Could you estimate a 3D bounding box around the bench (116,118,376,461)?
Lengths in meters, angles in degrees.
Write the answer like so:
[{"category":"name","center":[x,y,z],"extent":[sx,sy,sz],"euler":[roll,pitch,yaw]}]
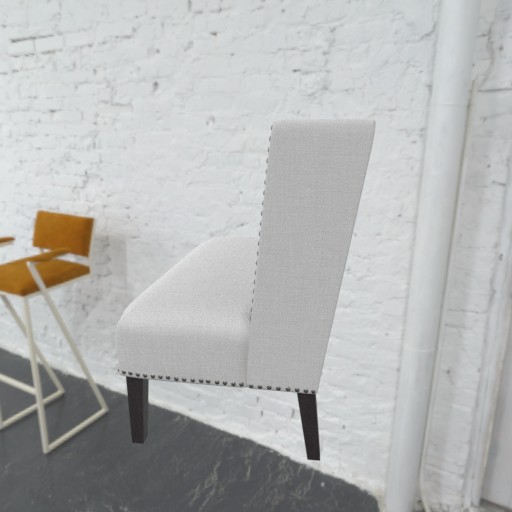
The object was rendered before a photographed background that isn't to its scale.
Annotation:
[{"category":"bench","center":[0.000,0.000,2.007],"extent":[0.847,1.123,1.280],"euler":[2,14,8]}]
